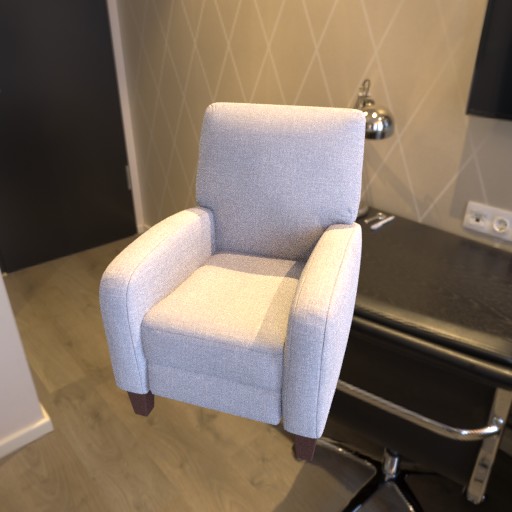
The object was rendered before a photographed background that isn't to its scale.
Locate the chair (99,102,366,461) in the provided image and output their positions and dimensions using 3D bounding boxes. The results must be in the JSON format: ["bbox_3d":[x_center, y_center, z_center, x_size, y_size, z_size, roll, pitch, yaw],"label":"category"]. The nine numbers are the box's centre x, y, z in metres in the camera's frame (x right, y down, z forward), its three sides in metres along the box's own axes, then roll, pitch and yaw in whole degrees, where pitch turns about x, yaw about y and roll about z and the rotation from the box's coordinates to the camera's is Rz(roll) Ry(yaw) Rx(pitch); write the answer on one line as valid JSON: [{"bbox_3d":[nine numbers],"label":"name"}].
[{"bbox_3d":[0.000,0.000,1.674,0.762,0.990,0.990,8,28,16],"label":"chair"}]
